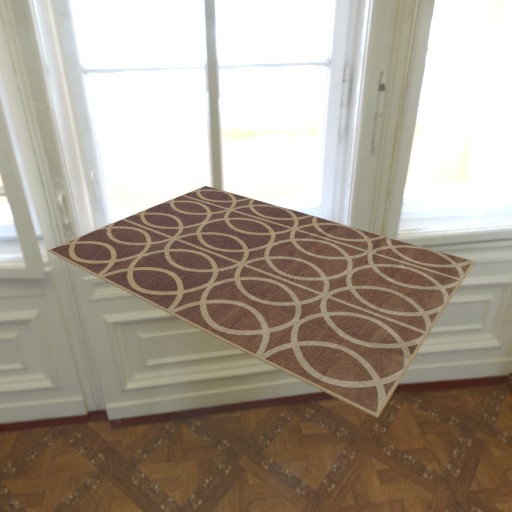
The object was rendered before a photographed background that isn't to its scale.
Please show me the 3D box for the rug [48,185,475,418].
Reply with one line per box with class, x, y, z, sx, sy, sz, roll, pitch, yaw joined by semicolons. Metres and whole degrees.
rug;0.000;0.000;2.842;2.294;0.014;1.528;20;35;31
